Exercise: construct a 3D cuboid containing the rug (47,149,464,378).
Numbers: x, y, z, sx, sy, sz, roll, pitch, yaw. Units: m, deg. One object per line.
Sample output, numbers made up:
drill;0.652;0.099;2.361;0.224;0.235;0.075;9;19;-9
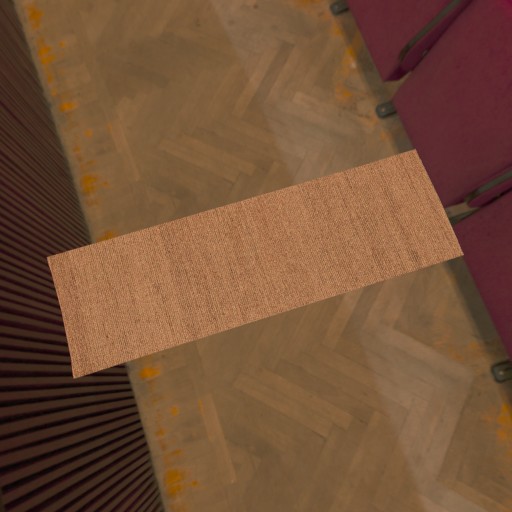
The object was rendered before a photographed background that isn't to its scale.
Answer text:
rug;0.000;0.000;2.654;2.390;0.014;0.741;-17;75;-5
